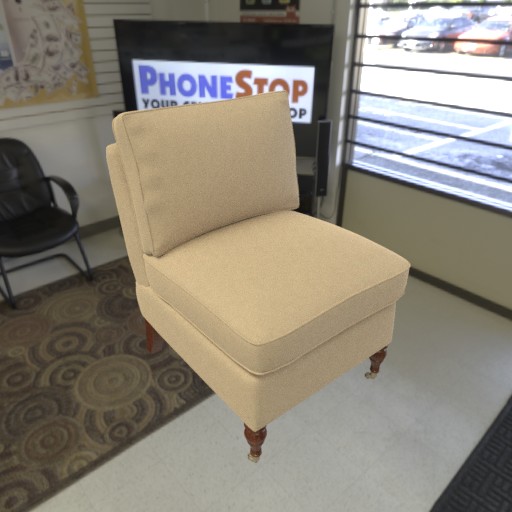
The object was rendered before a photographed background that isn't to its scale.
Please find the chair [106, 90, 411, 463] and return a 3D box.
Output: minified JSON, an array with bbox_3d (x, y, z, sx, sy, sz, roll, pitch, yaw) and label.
[{"bbox_3d":[0.000,0.000,1.657,0.724,1.052,0.912,-21,36,-33],"label":"chair"}]
